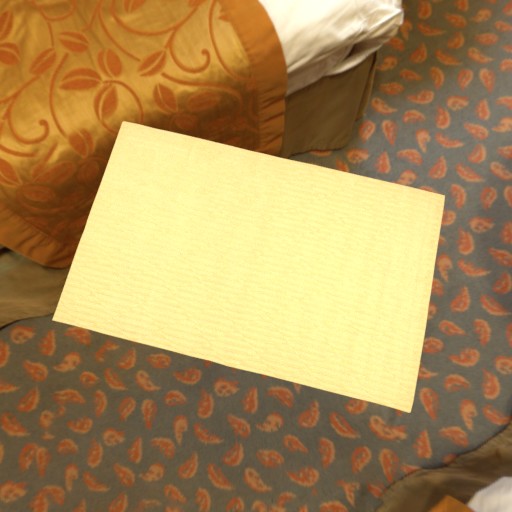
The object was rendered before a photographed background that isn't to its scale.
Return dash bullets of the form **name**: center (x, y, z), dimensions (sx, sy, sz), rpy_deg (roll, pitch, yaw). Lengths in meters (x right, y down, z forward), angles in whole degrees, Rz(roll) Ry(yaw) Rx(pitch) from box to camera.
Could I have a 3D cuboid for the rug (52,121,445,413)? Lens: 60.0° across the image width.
- **rug**: center (0.000, 0.000, 3.076), dimensions (2.441, 0.014, 1.531), rpy_deg (14, 77, 3)
